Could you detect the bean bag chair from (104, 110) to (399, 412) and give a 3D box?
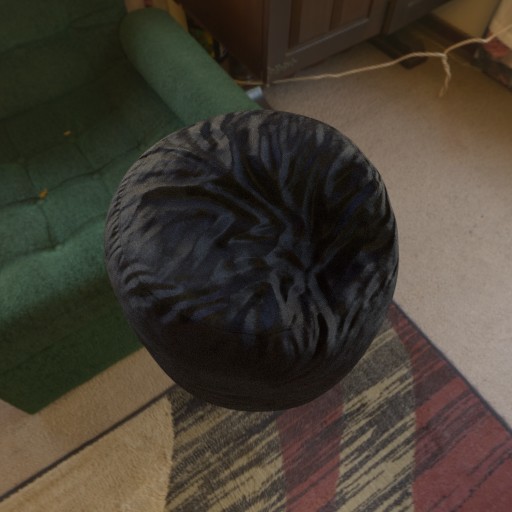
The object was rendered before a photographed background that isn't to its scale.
[{"bbox_3d":[0.000,0.000,1.478,0.918,0.616,0.918,0,58,0],"label":"bean bag chair"}]
